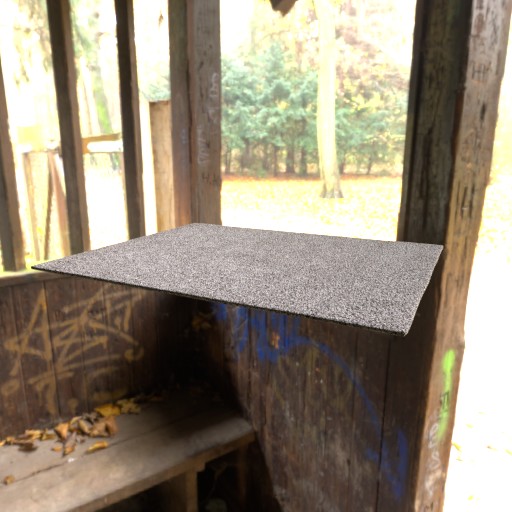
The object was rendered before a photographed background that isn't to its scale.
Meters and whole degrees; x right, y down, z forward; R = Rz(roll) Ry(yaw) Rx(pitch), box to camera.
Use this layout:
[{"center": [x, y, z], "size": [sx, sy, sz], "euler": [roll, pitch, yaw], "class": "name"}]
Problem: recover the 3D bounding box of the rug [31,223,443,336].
[{"center": [0.000, 0.000, 4.113], "size": [3.047, 0.029, 2.438], "euler": [7, 16, 26], "class": "rug"}]
